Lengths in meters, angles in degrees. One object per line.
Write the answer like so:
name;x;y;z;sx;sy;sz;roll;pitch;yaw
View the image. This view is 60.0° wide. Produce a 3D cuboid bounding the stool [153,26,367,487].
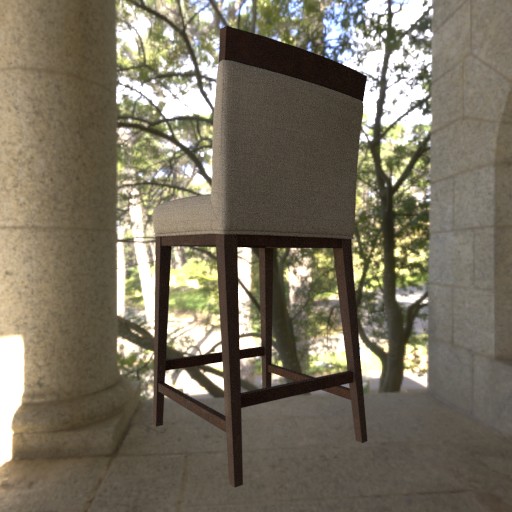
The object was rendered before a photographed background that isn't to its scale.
stool;0.000;0.000;1.402;0.511;1.117;0.531;0;-1;-35
